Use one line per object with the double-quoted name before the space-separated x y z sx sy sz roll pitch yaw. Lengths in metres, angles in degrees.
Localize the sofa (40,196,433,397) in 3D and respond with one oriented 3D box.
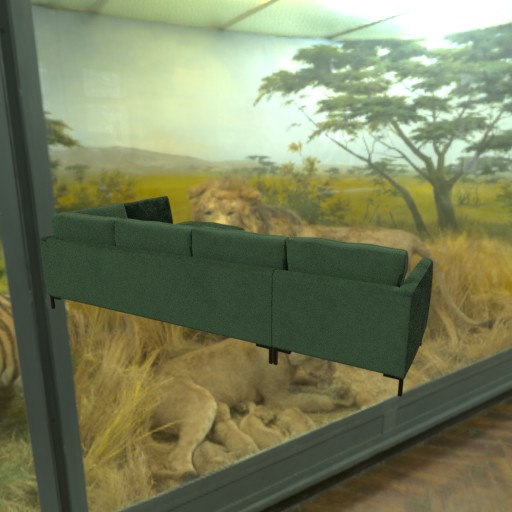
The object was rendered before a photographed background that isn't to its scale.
"sofa" 0.000 0.000 3.222 2.486 0.687 1.707 7 16 27
